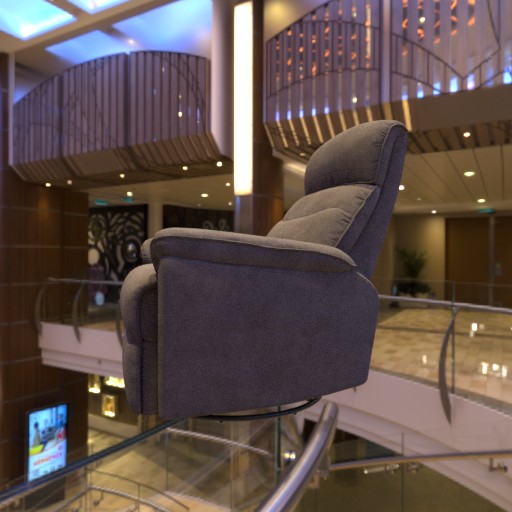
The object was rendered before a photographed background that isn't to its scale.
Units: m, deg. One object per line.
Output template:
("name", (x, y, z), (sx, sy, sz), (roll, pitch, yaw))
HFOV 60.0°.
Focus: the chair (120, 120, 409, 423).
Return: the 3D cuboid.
("chair", (0.000, 0.000, 1.721), (1.009, 1.036, 0.830), (0, 0, -17))
